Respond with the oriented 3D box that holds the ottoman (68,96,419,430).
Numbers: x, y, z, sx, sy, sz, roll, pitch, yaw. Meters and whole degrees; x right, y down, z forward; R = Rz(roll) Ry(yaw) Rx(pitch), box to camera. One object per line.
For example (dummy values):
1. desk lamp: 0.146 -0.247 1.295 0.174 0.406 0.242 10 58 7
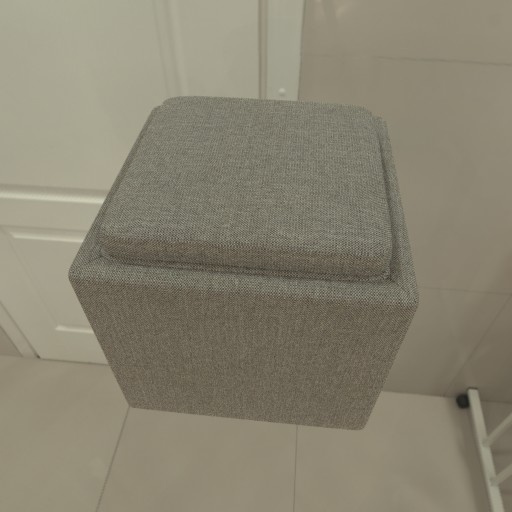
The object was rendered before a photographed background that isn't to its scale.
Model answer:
1. ottoman: 0.000 0.000 0.823 0.450 0.460 0.450 4 47 4
